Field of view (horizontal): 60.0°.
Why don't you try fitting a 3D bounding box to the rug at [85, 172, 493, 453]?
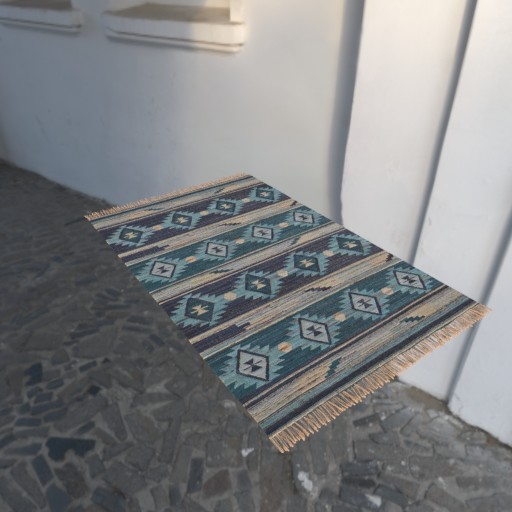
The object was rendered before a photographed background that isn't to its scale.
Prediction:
[{"bbox_3d":[0.000,0.000,2.313,1.181,0.028,1.936,-21,39,-29],"label":"rug"}]
